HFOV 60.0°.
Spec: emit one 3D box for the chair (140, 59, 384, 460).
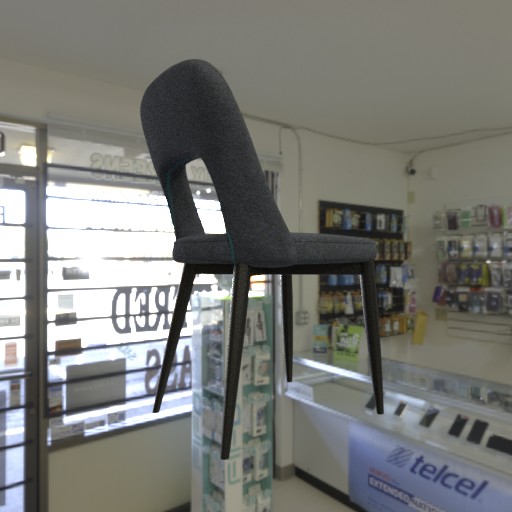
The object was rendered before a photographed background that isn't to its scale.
[{"bbox_3d":[0.000,0.000,1.291,0.612,0.931,0.470,0,-1,-35],"label":"chair"}]
